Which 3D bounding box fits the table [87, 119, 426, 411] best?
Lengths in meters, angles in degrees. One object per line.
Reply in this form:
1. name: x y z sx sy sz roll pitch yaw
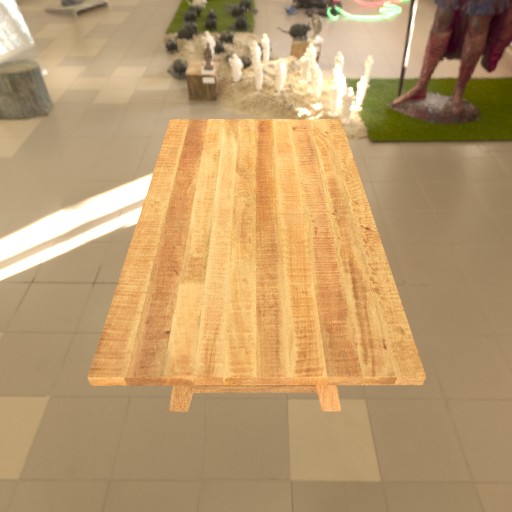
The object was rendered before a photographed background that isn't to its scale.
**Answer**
1. table: 0.000 0.000 1.635 0.760 0.455 1.320 0 42 0
